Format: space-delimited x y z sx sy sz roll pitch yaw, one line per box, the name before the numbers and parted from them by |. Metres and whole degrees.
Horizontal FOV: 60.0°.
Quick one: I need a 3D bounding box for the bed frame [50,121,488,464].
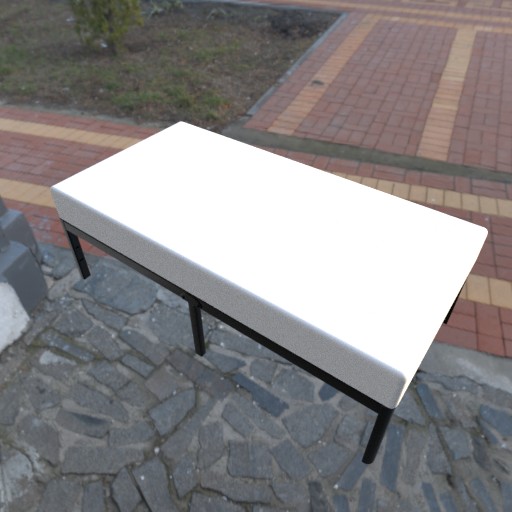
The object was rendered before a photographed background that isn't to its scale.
bed frame | 0.000 0.000 2.390 1.950 0.659 1.023 26 48 26
